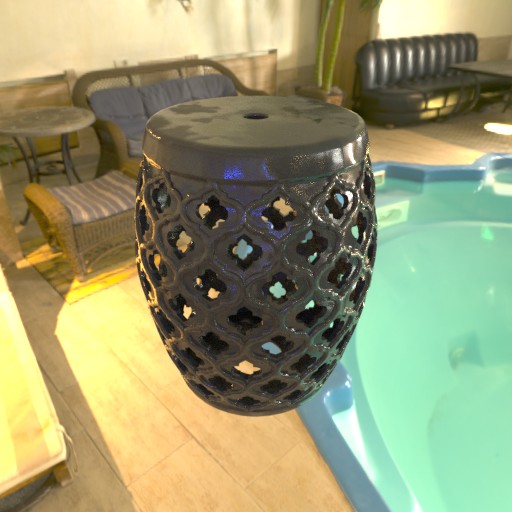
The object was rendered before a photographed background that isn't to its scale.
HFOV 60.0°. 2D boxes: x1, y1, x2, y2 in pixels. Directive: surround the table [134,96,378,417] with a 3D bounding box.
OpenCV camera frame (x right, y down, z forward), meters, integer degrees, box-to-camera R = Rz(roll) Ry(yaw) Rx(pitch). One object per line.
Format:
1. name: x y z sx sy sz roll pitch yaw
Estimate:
1. table: 0.000 0.000 0.628 0.325 0.388 0.325 0 31 0
